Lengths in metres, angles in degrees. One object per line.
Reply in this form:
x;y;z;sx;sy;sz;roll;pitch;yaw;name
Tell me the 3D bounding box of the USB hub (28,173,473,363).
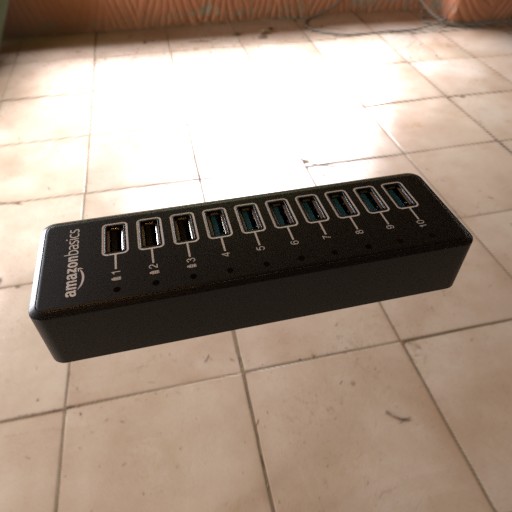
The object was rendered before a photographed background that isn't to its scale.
0.000;0.000;0.161;0.145;0.023;0.044;-10;45;-10;USB hub
